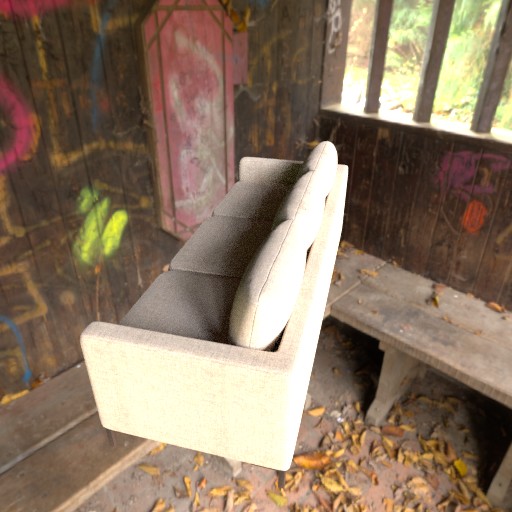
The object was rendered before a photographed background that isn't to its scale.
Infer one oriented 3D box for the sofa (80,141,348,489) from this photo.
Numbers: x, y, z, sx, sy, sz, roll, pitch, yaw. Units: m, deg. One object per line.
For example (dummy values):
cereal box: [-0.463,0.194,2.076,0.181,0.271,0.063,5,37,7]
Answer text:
sofa: [0.000,0.000,2.610,0.859,0.874,2.218,8,31,13]
